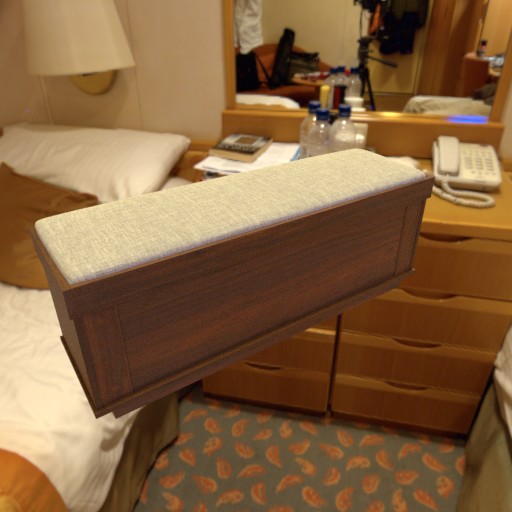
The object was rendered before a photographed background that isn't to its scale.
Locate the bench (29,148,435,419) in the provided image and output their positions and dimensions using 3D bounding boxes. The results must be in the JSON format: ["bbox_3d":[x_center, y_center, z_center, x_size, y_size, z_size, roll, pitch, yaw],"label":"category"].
[{"bbox_3d":[0.000,0.000,1.419,1.196,0.468,0.367,-19,35,-29],"label":"bench"}]
